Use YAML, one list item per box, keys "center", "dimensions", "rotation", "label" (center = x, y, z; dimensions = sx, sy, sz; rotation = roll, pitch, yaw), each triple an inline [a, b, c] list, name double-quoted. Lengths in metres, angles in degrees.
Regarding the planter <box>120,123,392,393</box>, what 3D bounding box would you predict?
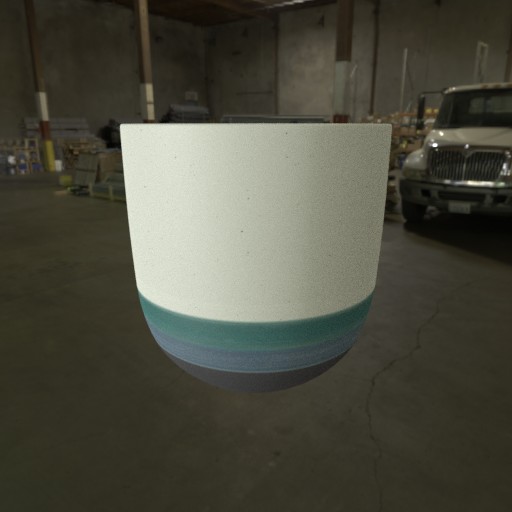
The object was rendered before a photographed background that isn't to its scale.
- center: [0.000, 0.000, 0.375]
  dimensions: [0.204, 0.214, 0.204]
  rotation: [0, 16, 0]
  label: "planter"
